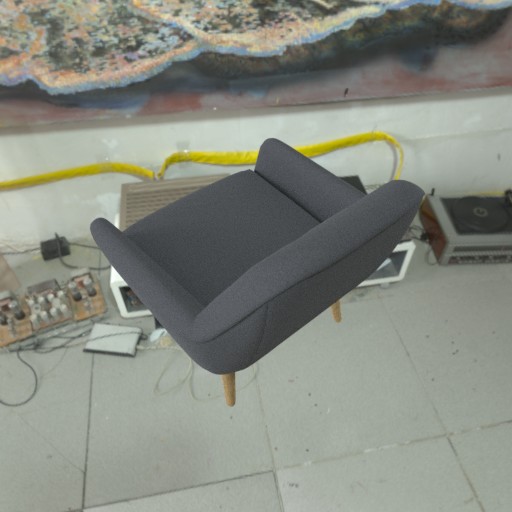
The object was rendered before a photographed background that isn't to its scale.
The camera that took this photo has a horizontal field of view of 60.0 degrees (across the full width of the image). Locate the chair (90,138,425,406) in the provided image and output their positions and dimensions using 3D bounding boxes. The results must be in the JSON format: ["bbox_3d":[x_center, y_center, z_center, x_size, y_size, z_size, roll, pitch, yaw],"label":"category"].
[{"bbox_3d":[0.000,0.000,1.424,0.770,0.800,0.779,-32,54,-26],"label":"chair"}]
